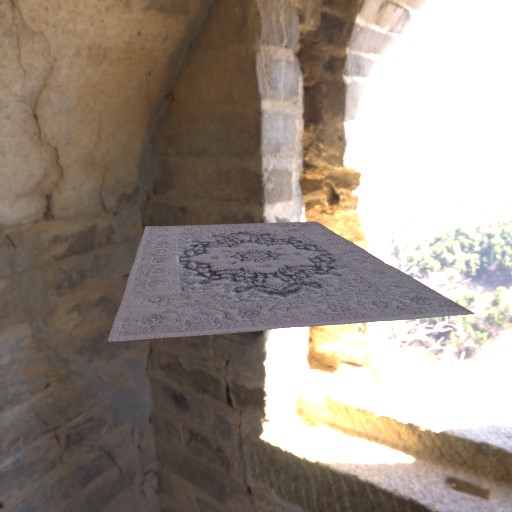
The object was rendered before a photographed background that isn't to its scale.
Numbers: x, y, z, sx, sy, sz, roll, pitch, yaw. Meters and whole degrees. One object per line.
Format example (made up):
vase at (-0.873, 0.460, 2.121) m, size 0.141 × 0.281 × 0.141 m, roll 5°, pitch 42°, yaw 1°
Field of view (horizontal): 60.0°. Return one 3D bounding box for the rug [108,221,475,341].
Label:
rug at (0.000, 0.000, 2.286) m, size 1.223 × 0.008 × 1.813 m, roll -3°, pitch 15°, yaw -10°
